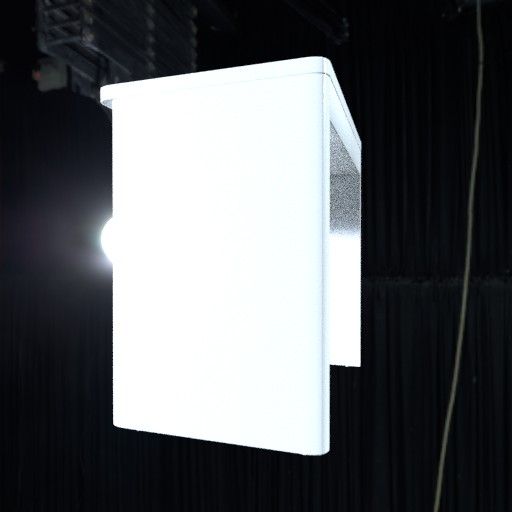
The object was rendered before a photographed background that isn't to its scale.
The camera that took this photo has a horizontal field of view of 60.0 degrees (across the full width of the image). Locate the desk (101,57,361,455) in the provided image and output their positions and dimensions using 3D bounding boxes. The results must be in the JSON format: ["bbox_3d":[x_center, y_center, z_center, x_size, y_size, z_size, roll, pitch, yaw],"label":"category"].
[{"bbox_3d":[0.000,0.000,1.321,0.549,0.800,0.762,0,1,18],"label":"desk"}]
